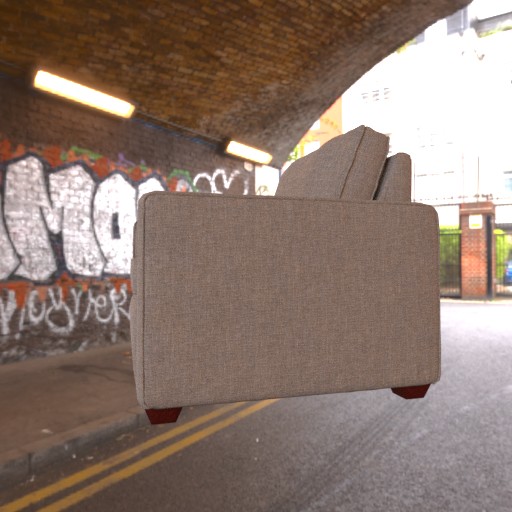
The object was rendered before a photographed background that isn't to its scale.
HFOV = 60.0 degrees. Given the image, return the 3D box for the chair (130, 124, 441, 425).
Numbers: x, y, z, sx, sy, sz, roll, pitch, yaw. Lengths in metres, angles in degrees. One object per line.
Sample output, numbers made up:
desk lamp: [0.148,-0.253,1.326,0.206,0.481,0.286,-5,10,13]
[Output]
chair: [0.000,0.000,1.730,0.940,0.914,1.016,0,-1,-16]
